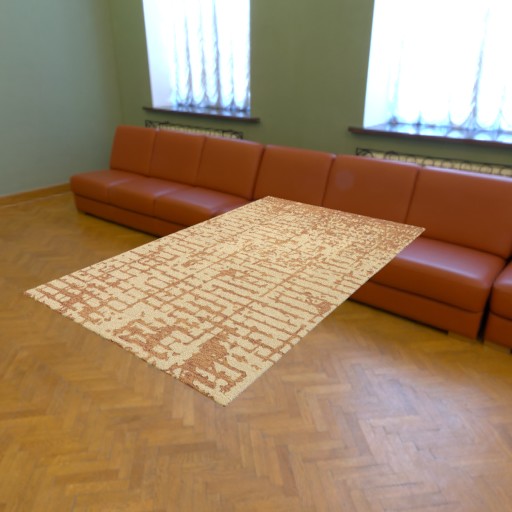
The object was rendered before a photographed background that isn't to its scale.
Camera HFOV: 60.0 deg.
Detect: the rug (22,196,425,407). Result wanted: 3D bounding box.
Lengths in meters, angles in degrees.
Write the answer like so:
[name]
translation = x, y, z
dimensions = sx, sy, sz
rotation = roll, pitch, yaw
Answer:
[rug]
translation = 0.000, 0.000, 3.007
dimensions = 1.517, 0.011, 2.435
rotation = 17, 29, 33
